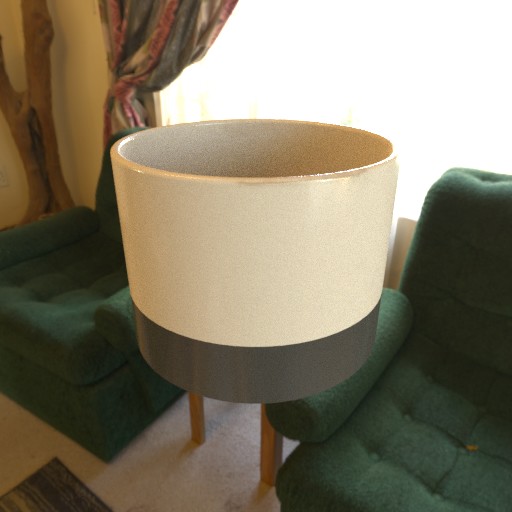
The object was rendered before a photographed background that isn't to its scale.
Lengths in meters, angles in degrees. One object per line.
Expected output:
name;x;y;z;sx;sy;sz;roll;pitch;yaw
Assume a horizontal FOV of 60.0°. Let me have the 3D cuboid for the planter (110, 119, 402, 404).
planter;0.000;0.000;0.343;0.193;0.177;0.193;0;26;0
